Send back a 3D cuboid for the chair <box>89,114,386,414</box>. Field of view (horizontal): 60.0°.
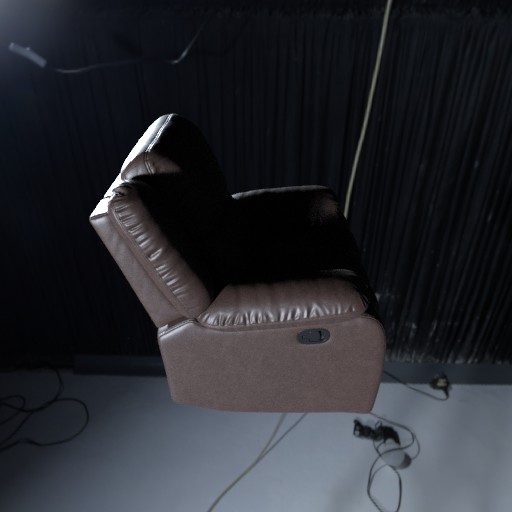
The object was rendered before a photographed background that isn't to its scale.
[{"bbox_3d":[0.000,0.000,1.755,0.934,1.009,0.899,0,32,0],"label":"chair"}]
